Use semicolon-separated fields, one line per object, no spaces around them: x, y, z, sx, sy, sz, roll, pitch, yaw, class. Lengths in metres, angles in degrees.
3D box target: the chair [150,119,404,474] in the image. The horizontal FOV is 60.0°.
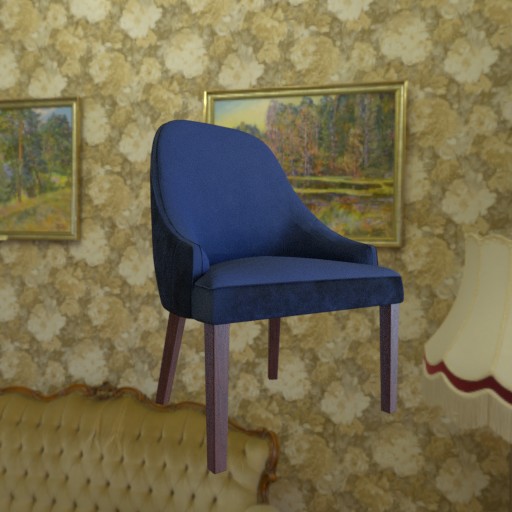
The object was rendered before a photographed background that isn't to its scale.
0.000;0.000;1.301;0.643;0.889;0.575;-1;1;-36;chair
